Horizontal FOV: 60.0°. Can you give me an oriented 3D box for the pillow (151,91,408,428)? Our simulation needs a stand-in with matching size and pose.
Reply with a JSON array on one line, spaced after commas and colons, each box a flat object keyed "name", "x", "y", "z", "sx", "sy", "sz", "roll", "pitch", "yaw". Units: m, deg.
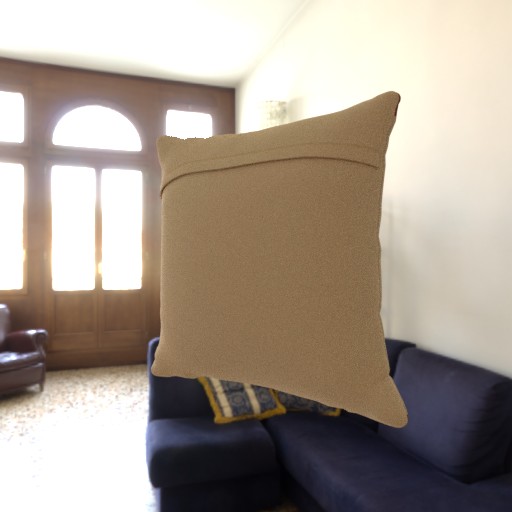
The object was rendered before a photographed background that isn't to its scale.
[{"name": "pillow", "x": 0.000, "y": 0.000, "z": 0.798, "sx": 0.536, "sy": 0.506, "sz": 0.229, "roll": 0, "pitch": 0, "yaw": 35}]
